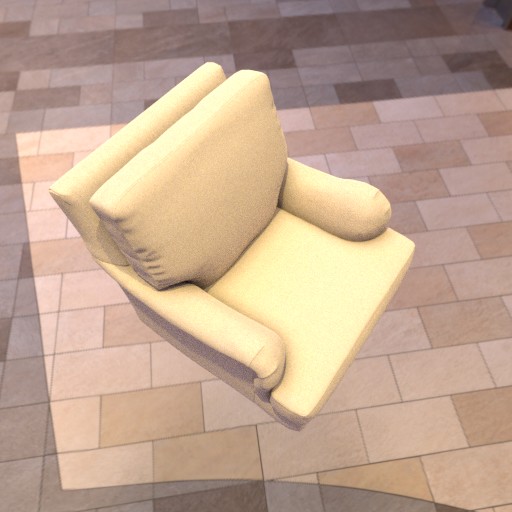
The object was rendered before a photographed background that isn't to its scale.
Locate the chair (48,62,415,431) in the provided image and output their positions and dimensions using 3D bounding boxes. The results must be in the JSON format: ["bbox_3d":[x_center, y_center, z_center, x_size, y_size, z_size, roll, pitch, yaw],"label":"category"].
[{"bbox_3d":[0.000,0.000,1.811,1.078,1.076,0.895,31,63,18],"label":"chair"}]
